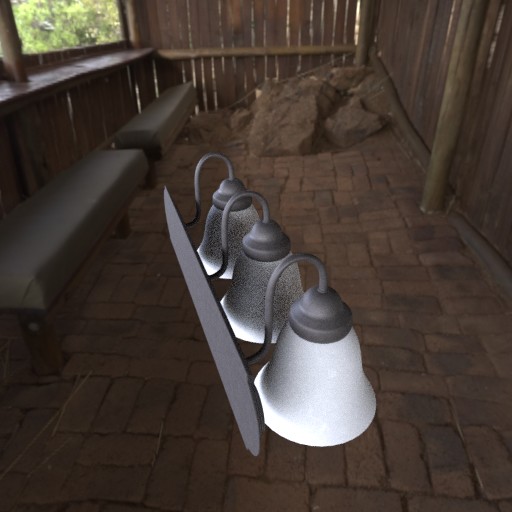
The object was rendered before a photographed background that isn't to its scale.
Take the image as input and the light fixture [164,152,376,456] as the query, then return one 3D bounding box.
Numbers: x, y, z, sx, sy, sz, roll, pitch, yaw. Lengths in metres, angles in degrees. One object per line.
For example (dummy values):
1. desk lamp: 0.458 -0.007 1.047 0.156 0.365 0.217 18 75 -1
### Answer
1. light fixture: 0.000 0.000 0.695 0.199 0.222 0.610 -10 31 -16
